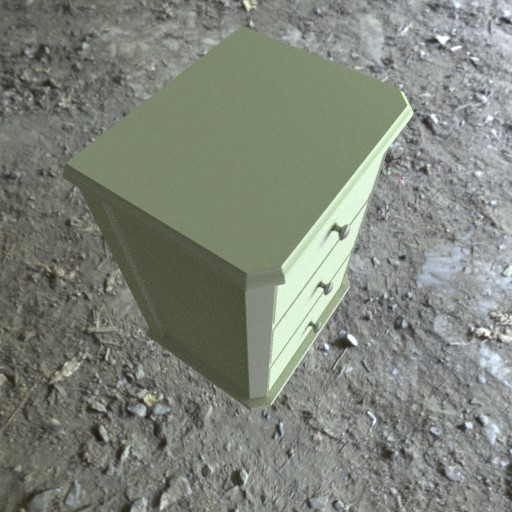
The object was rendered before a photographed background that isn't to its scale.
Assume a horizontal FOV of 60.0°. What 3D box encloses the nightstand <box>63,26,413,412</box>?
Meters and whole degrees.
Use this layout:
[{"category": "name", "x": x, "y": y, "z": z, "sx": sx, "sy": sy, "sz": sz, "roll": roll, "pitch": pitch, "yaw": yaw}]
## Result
[{"category": "nightstand", "x": 0.000, "y": 0.000, "z": 0.930, "sx": 0.351, "sy": 0.681, "sz": 0.435, "roll": 30, "pitch": 62, "yaw": 18}]
